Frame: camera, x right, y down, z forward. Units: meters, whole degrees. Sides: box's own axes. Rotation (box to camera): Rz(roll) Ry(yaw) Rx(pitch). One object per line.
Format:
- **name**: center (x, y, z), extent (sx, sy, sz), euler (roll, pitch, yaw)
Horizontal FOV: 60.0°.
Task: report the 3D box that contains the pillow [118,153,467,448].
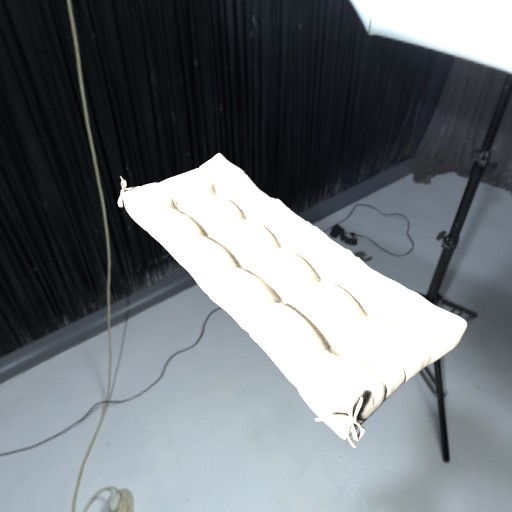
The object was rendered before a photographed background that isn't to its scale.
- **pillow**: center (0.000, 0.000, 1.364), extent (0.511, 0.174, 1.194), euler (-27, 48, -27)
